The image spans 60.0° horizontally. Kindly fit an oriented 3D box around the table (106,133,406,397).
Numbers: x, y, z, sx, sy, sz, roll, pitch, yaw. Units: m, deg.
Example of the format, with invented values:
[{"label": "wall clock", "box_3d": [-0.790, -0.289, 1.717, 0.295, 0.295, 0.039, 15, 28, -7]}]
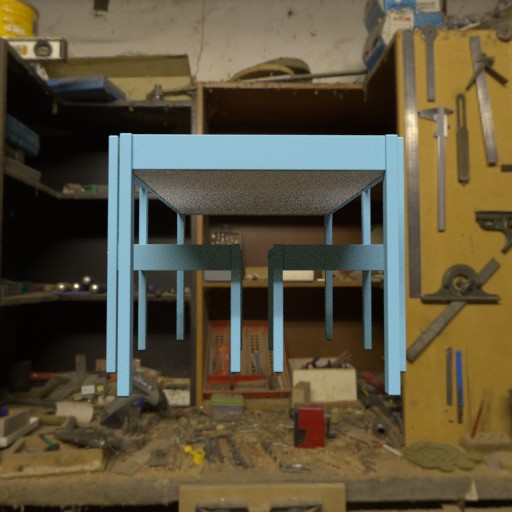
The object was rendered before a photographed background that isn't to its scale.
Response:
[{"label": "table", "box_3d": [0.000, 0.000, 1.081, 0.633, 0.503, 0.639, 0, -2, -1]}]
